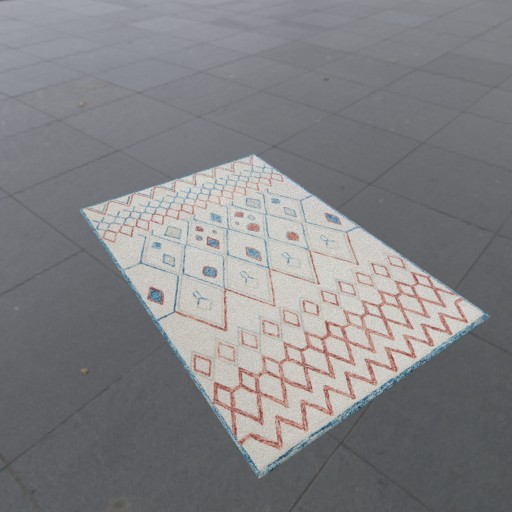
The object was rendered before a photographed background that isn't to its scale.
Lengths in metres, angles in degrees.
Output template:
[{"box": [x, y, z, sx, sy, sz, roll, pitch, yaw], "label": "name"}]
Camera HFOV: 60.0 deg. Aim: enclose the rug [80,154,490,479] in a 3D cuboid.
[{"box": [0.000, 0.000, 2.241, 1.219, 0.016, 1.829, -24, 45, -26], "label": "rug"}]
